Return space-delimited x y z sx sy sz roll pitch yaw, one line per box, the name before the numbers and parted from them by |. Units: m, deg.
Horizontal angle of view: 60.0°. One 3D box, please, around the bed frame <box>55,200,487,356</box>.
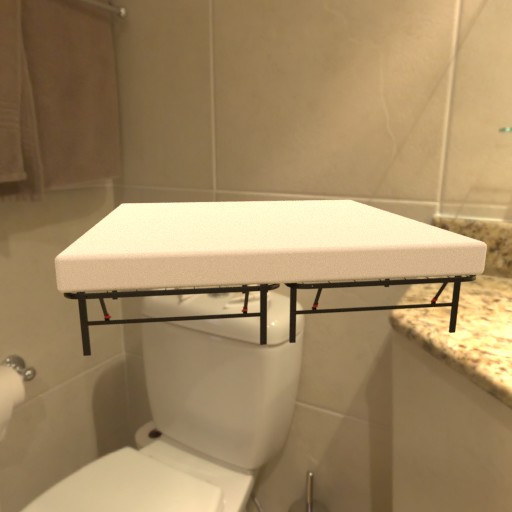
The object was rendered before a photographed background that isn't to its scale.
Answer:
bed frame | 0.000 0.000 3.016 2.033 0.525 1.935 -2 14 -8
